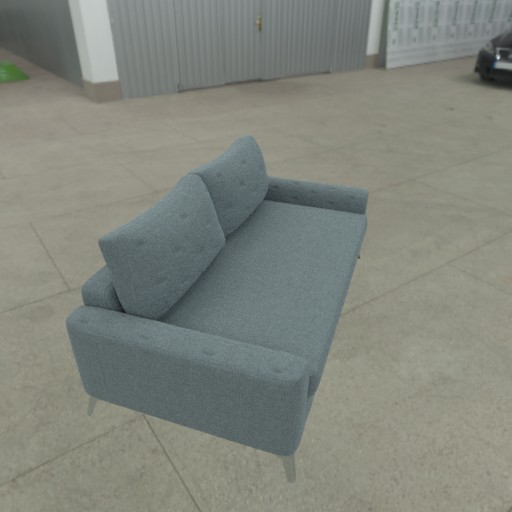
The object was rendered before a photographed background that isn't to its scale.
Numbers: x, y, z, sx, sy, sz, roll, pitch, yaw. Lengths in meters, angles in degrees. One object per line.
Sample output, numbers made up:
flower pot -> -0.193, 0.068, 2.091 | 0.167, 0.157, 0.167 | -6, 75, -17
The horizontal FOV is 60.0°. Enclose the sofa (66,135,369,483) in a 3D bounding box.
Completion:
sofa -> 0.000, 0.000, 2.155 | 0.920, 0.790, 1.650 | 10, 33, 17
